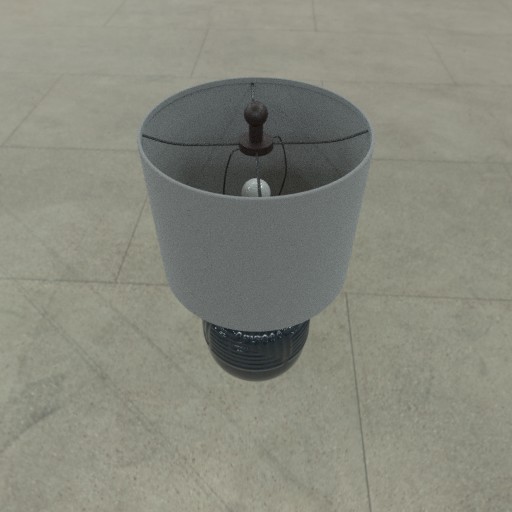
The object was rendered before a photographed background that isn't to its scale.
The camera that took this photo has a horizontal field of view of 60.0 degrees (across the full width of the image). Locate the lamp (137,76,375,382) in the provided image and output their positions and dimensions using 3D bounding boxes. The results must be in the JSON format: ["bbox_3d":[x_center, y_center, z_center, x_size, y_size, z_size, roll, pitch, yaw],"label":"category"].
[{"bbox_3d":[0.000,0.000,0.777,0.318,0.567,0.318,0,45,0],"label":"lamp"}]
